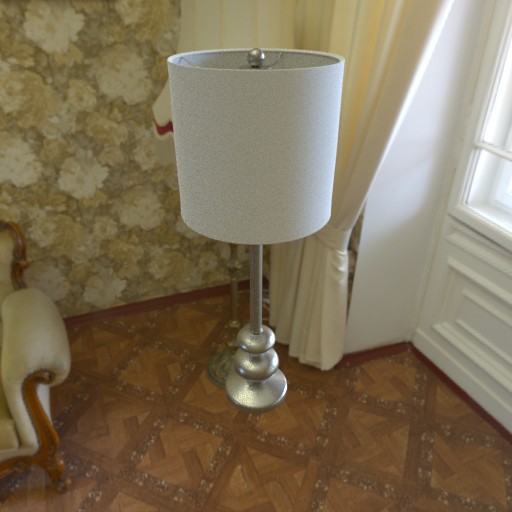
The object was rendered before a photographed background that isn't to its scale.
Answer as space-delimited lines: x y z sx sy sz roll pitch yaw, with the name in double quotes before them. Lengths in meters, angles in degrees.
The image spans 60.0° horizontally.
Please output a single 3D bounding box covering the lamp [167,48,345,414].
"lamp" 0.000 0.000 0.809 0.254 0.690 0.254 11 32 18
